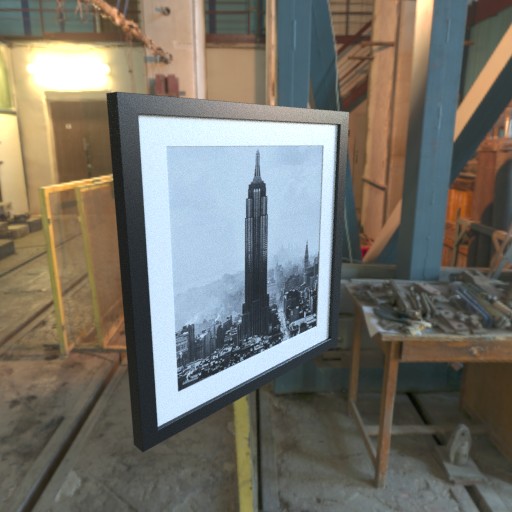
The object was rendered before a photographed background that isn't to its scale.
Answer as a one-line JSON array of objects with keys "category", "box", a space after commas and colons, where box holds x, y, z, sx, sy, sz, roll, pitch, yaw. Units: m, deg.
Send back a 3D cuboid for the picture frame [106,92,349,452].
[{"category": "picture frame", "box": [0.000, 0.000, 0.860, 0.029, 0.557, 0.559, 14, 20, 43]}]
